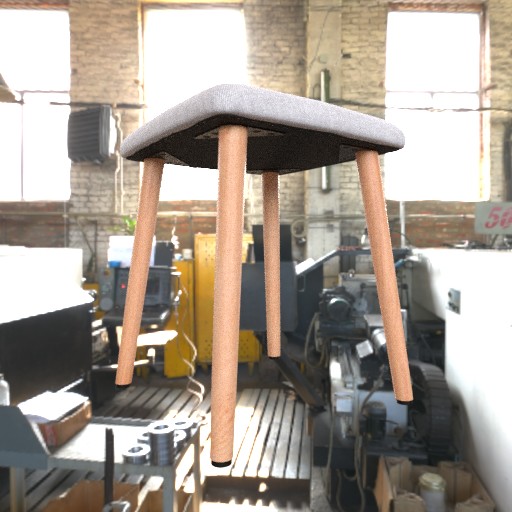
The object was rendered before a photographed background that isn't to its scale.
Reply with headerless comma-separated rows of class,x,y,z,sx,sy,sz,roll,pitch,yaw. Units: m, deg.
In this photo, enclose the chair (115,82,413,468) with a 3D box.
chair,0.000,0.000,0.703,0.350,0.440,0.350,-1,2,-35
